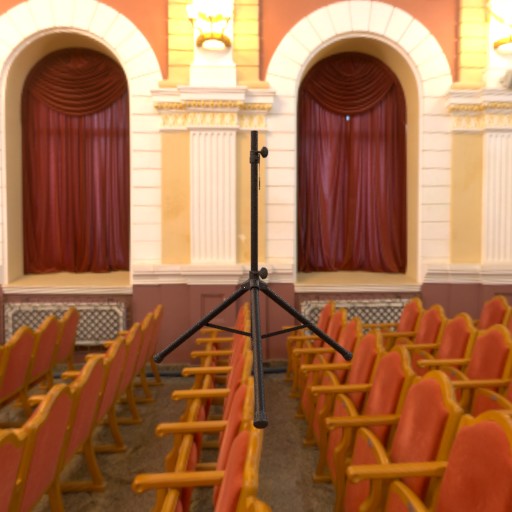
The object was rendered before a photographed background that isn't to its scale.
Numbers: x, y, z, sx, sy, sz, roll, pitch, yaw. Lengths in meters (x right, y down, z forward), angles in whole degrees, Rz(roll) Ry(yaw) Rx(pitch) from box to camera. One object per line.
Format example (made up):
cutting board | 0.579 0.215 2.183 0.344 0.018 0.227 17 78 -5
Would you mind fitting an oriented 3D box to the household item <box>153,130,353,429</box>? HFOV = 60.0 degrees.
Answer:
household item | 0.000 0.000 1.895 1.045 1.136 0.907 0 2 -1
